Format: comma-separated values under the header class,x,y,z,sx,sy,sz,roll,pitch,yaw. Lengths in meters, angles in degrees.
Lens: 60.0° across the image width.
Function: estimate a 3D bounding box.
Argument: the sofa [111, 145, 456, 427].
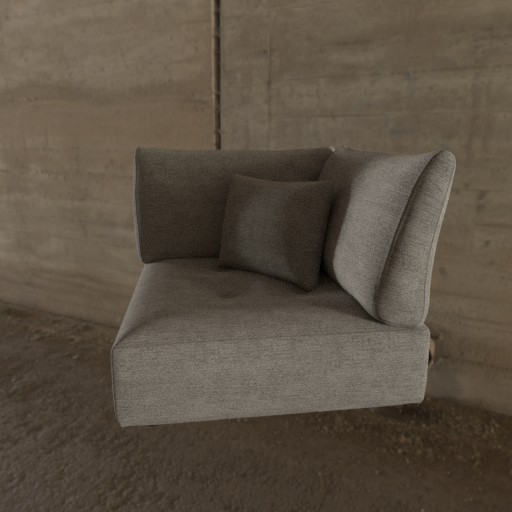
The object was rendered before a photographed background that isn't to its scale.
class,x,y,z,sx,sy,sz,roll,pitch,yaw
sofa,0.000,0.000,1.717,1.000,0.820,1.000,-2,15,-8
